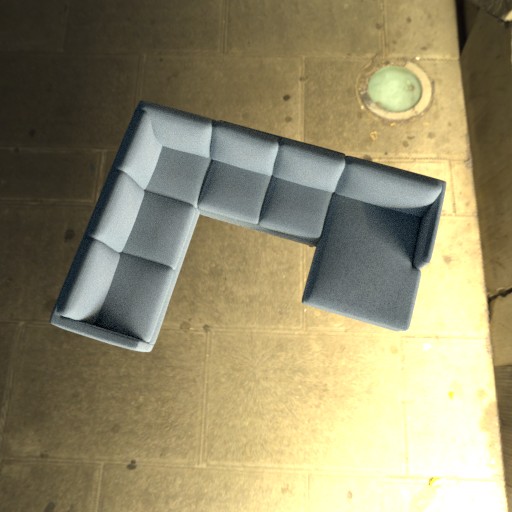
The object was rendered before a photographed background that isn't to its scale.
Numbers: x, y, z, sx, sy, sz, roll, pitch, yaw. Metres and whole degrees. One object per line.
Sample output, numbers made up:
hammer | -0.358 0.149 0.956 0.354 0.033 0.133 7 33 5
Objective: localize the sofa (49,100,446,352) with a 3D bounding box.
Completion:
sofa | 0.000 0.000 4.620 3.403 0.889 2.551 16 76 4
